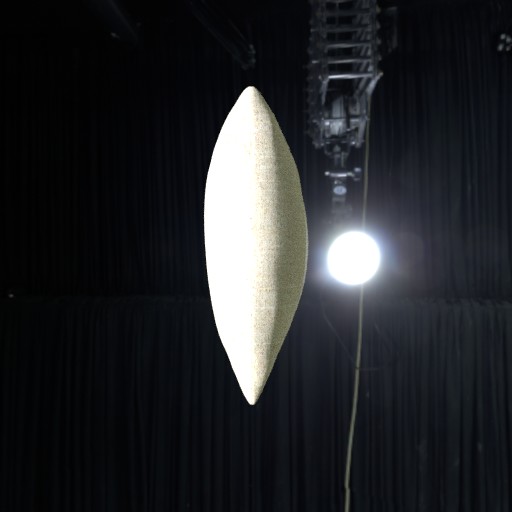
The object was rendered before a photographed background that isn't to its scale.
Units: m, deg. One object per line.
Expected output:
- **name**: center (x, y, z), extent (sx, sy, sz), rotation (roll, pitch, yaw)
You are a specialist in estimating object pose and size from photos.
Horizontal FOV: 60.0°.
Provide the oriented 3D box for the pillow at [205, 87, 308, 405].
- **pillow**: center (0.000, 0.000, 1.010), extent (0.197, 0.429, 0.859), rotation (0, -2, 0)
